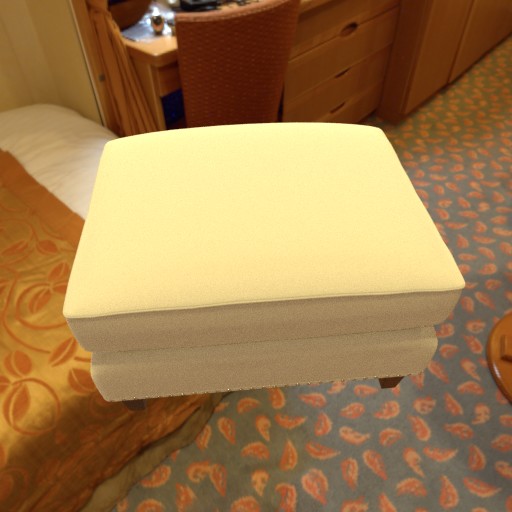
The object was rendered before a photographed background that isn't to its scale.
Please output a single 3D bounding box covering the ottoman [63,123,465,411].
[{"bbox_3d":[0.000,0.000,1.109,0.741,0.513,0.584,-4,47,-4],"label":"ottoman"}]
